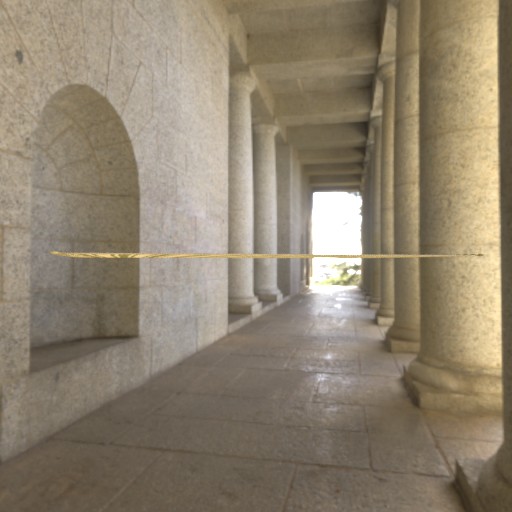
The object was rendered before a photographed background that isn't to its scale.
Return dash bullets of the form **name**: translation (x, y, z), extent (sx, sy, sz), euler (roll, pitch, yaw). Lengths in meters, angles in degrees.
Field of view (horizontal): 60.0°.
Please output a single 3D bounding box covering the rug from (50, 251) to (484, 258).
- **rug**: translation (0.000, 0.000, 2.335), extent (1.875, 0.013, 1.162), euler (0, -1, -17)
